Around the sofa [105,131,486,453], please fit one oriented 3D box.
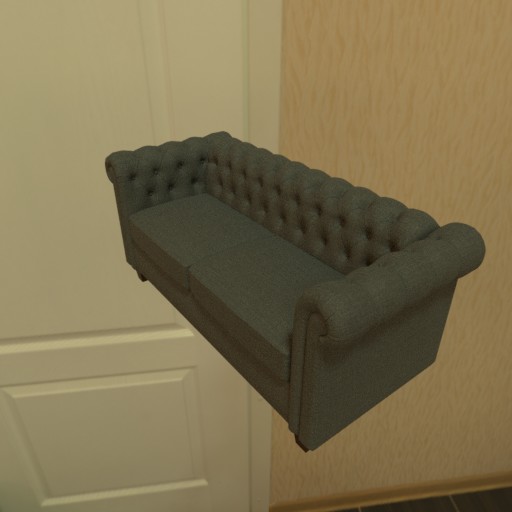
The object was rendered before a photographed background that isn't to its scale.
[{"bbox_3d":[0.000,0.000,2.198,0.783,0.797,1.798,-21,37,-31],"label":"sofa"}]
